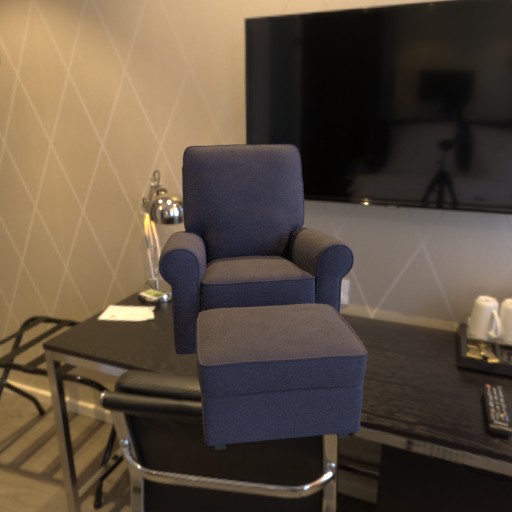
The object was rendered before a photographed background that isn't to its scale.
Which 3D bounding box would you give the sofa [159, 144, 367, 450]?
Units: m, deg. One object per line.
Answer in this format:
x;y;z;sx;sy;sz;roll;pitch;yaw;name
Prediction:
0.000;0.000;2.057;0.880;0.959;1.478;-2;17;-7;sofa
